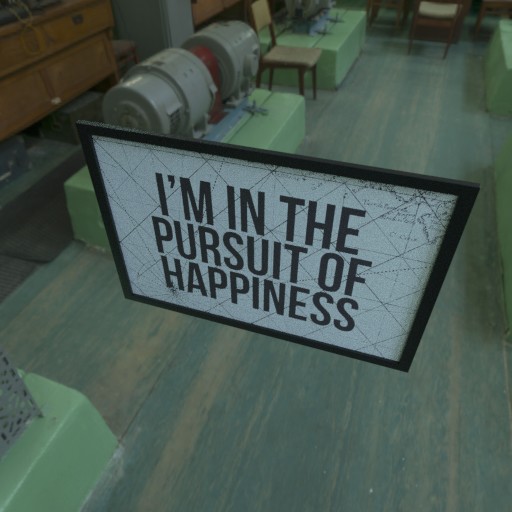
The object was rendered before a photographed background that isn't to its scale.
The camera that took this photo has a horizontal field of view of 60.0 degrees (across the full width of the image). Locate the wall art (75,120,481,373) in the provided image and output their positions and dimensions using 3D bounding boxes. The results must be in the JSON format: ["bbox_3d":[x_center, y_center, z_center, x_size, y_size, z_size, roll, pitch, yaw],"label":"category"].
[{"bbox_3d":[0.000,0.000,1.046,0.819,0.552,0.015,12,43,14],"label":"wall art"}]
